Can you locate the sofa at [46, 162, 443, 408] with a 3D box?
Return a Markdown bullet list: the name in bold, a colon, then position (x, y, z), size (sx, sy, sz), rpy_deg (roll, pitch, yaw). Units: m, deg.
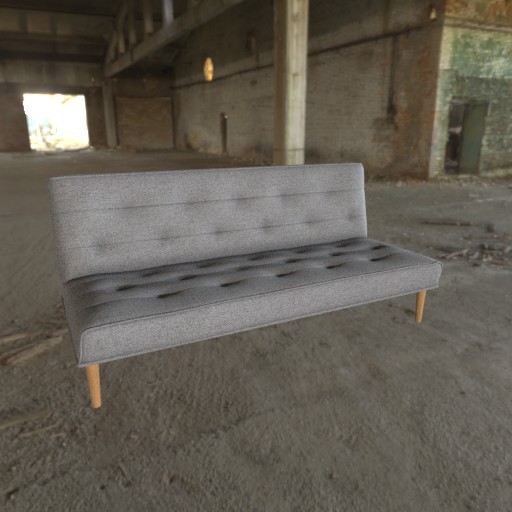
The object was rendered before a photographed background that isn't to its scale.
- **sofa**: position (0.000, 0.000, 2.247), size (1.820, 0.830, 0.810), rpy_deg (-8, 18, -26)
